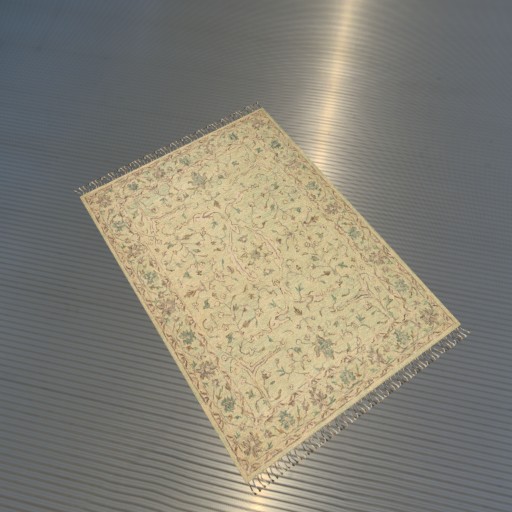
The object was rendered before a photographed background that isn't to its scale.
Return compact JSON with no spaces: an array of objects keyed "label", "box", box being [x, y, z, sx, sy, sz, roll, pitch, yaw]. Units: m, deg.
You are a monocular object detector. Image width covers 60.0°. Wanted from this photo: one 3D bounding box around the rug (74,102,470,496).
[{"label":"rug","box":[0.000,0.000,2.275,1.247,0.008,1.802,-30,67,-15]}]
